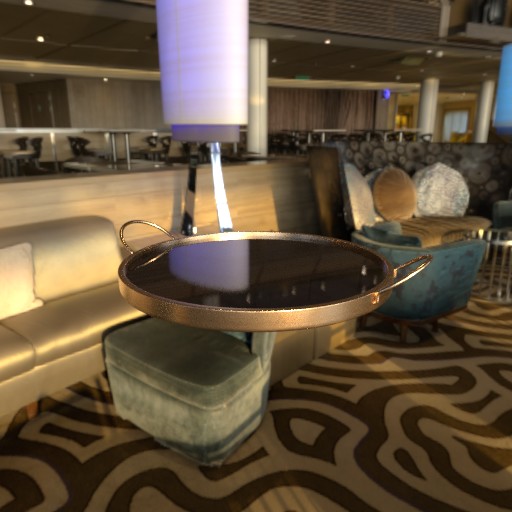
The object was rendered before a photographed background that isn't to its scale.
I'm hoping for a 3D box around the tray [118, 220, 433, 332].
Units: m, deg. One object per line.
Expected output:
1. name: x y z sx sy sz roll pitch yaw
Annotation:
1. tray: 0.000 0.000 0.732 0.543 0.069 0.438 8 18 27
